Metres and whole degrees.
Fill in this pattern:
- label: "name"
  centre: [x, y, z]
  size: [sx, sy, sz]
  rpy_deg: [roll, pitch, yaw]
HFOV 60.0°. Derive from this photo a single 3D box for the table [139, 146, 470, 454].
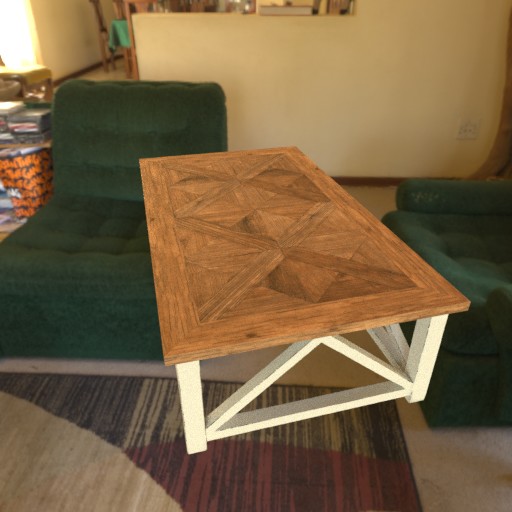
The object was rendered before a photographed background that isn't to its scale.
- label: "table"
  centre: [0.000, 0.000, 1.765]
  size: [0.800, 0.410, 1.400]
  rpy_deg: [-8, 32, -13]
